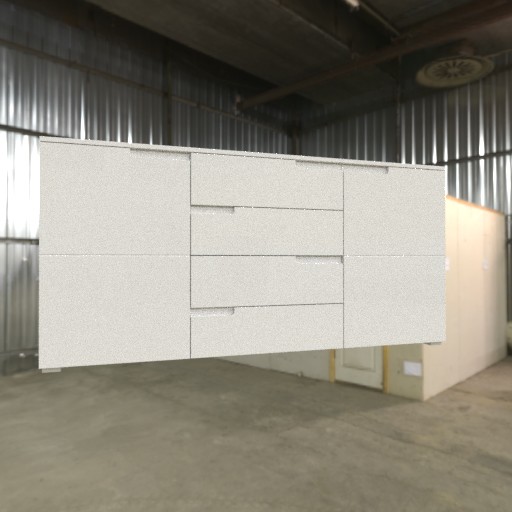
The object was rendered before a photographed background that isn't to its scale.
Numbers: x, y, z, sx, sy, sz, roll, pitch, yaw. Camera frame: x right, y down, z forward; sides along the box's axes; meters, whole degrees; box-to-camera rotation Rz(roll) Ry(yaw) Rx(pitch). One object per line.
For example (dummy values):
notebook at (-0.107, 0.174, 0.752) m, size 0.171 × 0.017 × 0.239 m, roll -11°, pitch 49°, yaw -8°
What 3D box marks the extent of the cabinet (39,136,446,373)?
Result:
cabinet at (0.000, 0.000, 1.924) m, size 1.650 × 0.800 × 0.400 m, roll 0°, pitch 0°, yaw -17°
